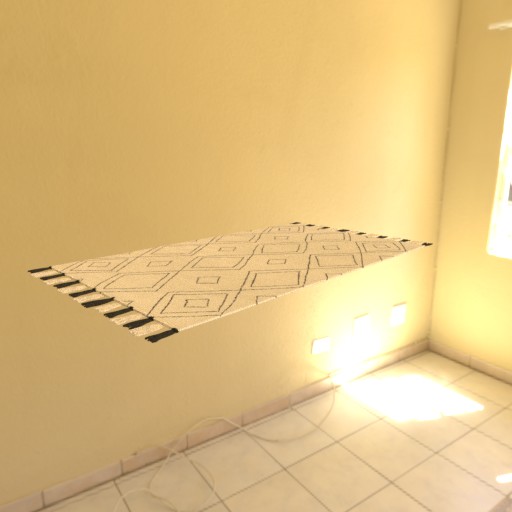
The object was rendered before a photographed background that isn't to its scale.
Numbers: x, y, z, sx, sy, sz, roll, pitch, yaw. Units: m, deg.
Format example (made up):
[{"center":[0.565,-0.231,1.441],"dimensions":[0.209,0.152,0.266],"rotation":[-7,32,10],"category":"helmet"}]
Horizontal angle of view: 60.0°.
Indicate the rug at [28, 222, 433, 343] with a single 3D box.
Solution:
[{"center":[0.000,0.000,3.303],"dimensions":[2.755,0.021,1.524],"rotation":[-13,19,-43],"category":"rug"}]
